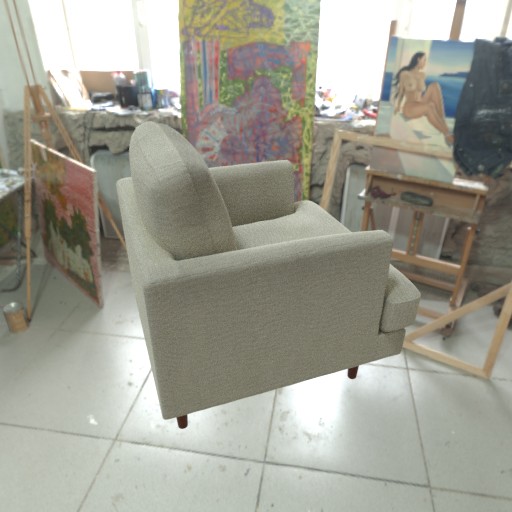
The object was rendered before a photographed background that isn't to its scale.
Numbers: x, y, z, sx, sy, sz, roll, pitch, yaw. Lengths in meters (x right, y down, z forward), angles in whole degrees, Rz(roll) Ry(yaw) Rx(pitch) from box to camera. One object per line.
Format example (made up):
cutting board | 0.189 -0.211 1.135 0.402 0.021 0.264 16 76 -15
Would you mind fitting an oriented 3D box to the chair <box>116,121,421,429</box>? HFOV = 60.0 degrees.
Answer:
chair | 0.000 0.000 1.679 0.899 0.957 0.858 -10 32 -17
